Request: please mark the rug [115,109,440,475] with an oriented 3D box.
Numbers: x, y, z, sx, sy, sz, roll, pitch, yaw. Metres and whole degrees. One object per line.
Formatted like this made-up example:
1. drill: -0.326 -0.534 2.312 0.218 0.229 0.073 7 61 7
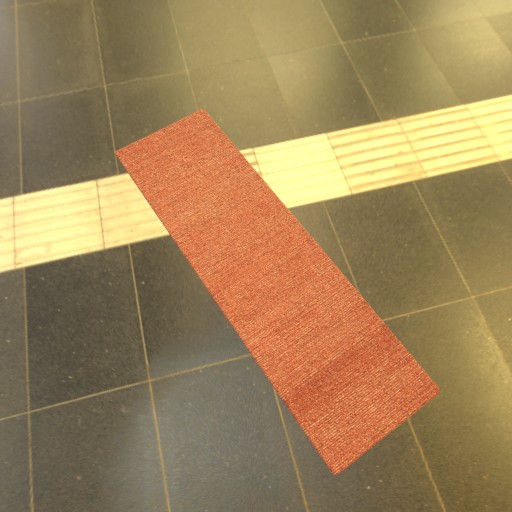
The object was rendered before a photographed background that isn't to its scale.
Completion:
1. rug: 0.000 0.000 2.570 0.687 0.012 2.307 -31 67 -15
